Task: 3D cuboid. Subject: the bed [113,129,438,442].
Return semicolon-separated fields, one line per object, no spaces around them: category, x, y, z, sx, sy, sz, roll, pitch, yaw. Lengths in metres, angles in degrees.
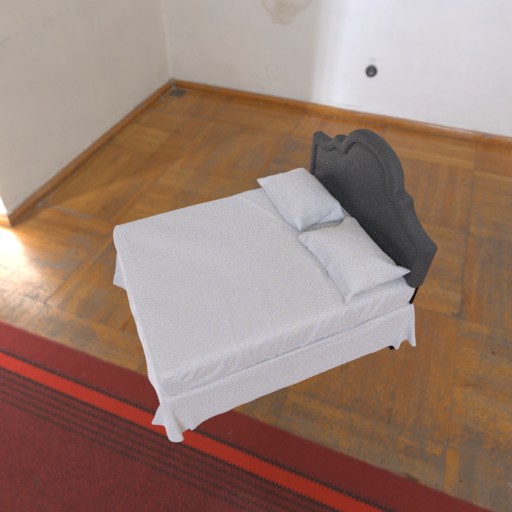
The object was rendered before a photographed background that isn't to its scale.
bed;0.000;0.000;3.465;2.222;1.634;1.780;-17;49;-16
